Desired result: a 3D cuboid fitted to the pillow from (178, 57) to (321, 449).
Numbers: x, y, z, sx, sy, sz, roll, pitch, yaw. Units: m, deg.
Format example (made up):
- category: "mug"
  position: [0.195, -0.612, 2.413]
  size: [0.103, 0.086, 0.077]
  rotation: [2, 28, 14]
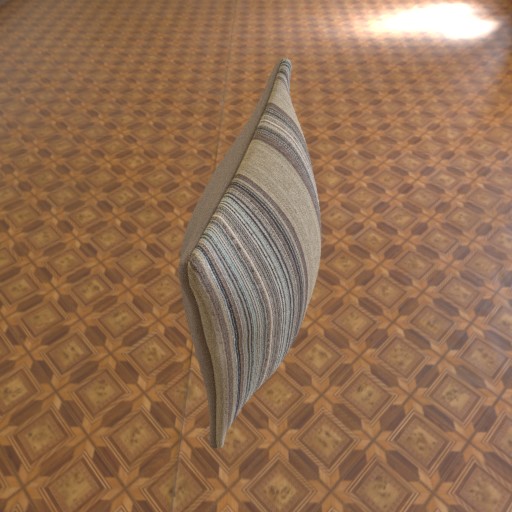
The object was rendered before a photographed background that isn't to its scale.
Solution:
- category: "pillow"
  position: [0.000, 0.000, 0.661]
  size: [0.189, 0.416, 0.435]
  rotation: [10, 47, 9]
